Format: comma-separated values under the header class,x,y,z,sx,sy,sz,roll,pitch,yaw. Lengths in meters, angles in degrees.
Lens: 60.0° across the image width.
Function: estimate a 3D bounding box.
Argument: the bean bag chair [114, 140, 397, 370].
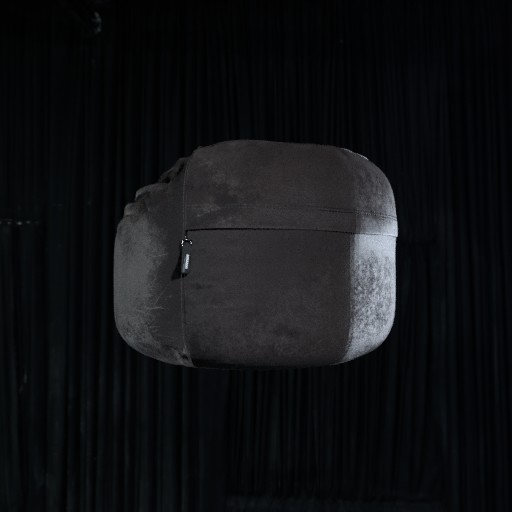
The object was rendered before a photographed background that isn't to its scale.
class,x,y,z,sx,sy,sz,roll,pitch,yaw
bean bag chair,0.000,0.000,1.497,0.918,0.605,0.918,0,-1,0
